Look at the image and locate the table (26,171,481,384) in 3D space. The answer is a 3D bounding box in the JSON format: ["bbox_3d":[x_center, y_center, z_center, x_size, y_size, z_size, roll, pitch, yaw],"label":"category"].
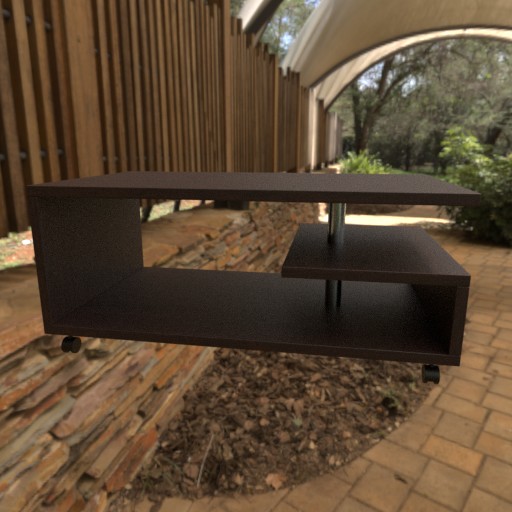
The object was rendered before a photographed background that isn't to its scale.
[{"bbox_3d":[0.000,0.000,1.343,1.050,0.460,0.590,2,14,10],"label":"table"}]
